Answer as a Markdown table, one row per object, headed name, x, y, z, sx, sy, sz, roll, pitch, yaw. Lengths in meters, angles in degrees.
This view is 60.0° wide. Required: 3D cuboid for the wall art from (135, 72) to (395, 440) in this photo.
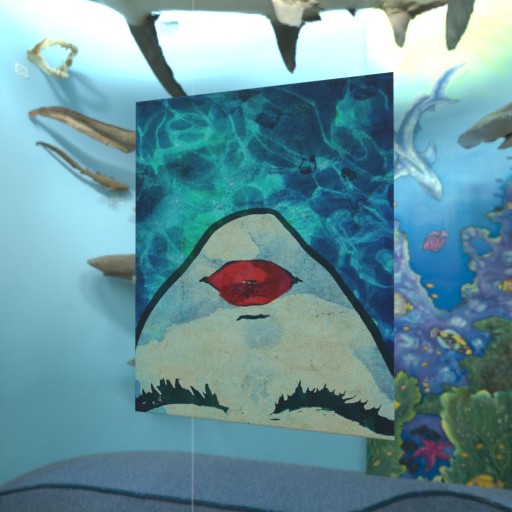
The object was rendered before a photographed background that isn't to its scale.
| name | x | y | z | sx | sy | sz | roll | pitch | yaw |
| --- | --- | --- | --- | --- | --- | --- | --- | --- | --- |
| wall art | 0.000 | 0.000 | 0.854 | 0.508 | 0.635 | 0.038 | 0 | 0 | 17 |
